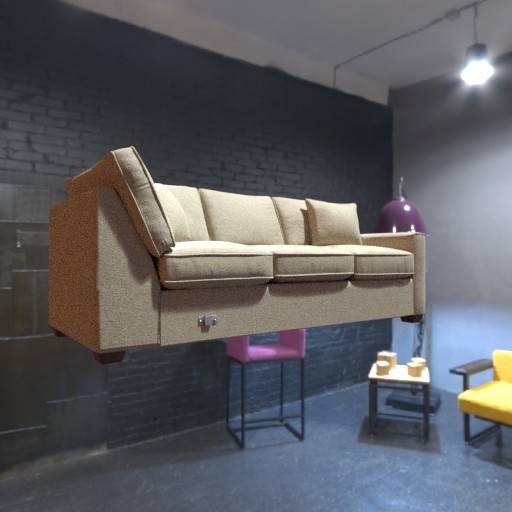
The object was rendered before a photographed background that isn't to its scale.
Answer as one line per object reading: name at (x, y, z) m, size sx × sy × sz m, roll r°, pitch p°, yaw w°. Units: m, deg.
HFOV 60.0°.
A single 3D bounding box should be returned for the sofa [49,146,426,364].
sofa at (0.000, 0.000, 2.904) m, size 2.323 × 0.948 × 1.053 m, roll 0°, pitch 0°, yaw -35°
